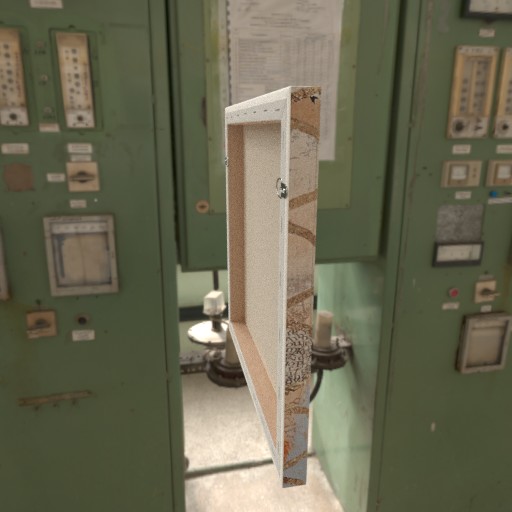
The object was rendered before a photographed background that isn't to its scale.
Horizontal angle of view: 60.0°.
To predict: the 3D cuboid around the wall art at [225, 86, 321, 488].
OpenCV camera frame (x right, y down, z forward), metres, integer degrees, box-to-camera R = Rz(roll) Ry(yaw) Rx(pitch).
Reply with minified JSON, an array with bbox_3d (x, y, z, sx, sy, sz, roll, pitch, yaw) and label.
[{"bbox_3d":[0.000,0.000,0.765,0.038,0.508,0.507,-3,16,-11],"label":"wall art"}]
